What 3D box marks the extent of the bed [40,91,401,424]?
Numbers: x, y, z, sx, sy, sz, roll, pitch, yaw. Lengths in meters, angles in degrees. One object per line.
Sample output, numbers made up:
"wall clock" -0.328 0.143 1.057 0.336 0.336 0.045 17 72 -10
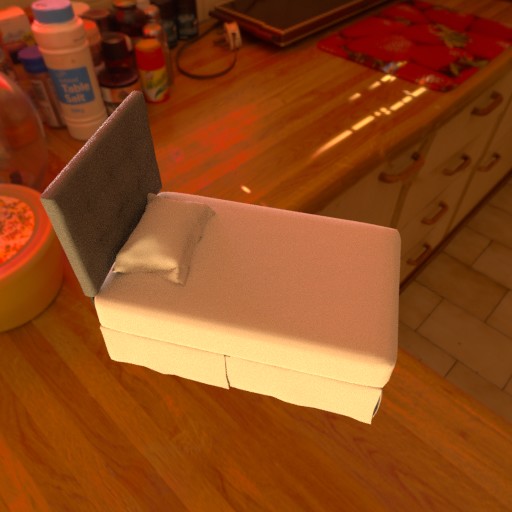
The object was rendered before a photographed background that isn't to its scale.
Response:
"bed" 0.000 0.000 2.999 1.997 1.571 1.261 10 49 9
